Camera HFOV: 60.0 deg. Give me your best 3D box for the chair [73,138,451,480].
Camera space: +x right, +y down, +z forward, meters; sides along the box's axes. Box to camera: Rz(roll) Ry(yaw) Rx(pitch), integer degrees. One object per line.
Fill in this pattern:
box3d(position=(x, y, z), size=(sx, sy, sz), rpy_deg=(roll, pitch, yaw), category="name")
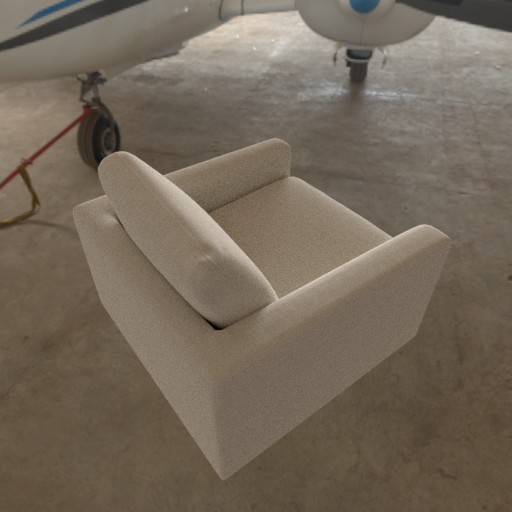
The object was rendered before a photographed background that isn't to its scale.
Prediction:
box3d(position=(0.000, 0.000, 1.851), size=(1.100, 0.876, 1.070), rpy_deg=(-26, 47, -27), category="chair")
